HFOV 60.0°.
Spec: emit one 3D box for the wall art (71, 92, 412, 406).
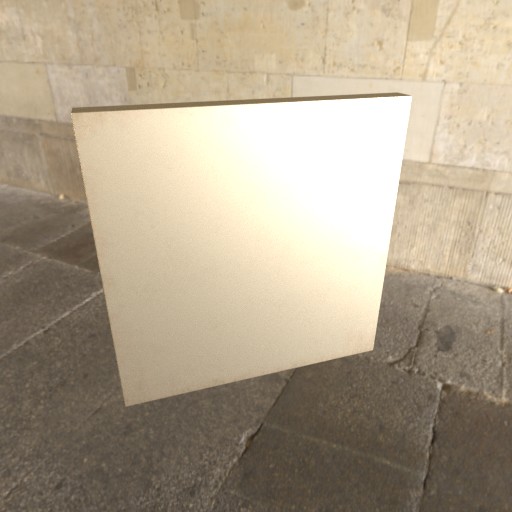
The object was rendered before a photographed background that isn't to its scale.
[{"bbox_3d":[0.000,0.000,0.760,0.503,0.506,0.040,-9,29,-16],"label":"wall art"}]
